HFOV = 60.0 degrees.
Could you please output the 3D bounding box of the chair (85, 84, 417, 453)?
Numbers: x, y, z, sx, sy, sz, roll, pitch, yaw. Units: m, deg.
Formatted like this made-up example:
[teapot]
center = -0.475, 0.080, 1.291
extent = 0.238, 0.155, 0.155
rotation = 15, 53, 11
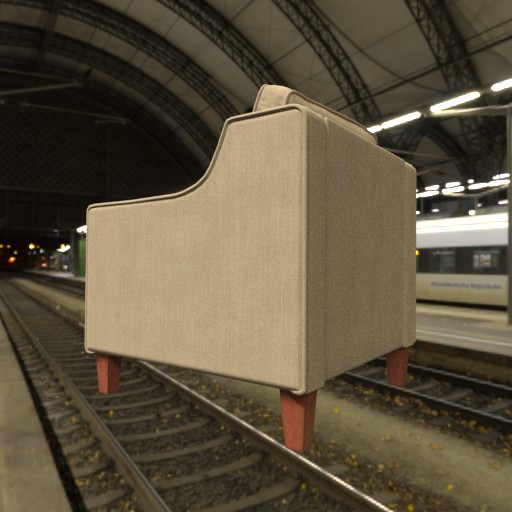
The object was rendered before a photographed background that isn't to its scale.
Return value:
[chair]
center = 0.000, 0.000, 1.619
extent = 0.909, 0.960, 0.831
rotation = -1, -1, 37
